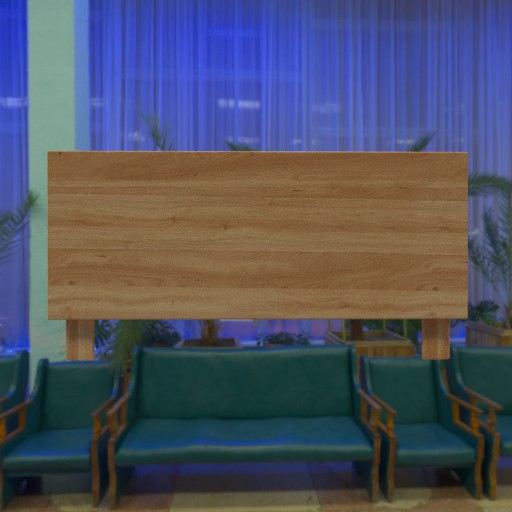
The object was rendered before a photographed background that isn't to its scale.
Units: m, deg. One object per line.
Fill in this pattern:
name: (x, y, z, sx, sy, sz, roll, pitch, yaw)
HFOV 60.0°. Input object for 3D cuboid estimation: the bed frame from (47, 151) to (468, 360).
bed frame: (0.000, 0.000, 3.018, 1.872, 0.940, 2.092, 0, 0, -1)
